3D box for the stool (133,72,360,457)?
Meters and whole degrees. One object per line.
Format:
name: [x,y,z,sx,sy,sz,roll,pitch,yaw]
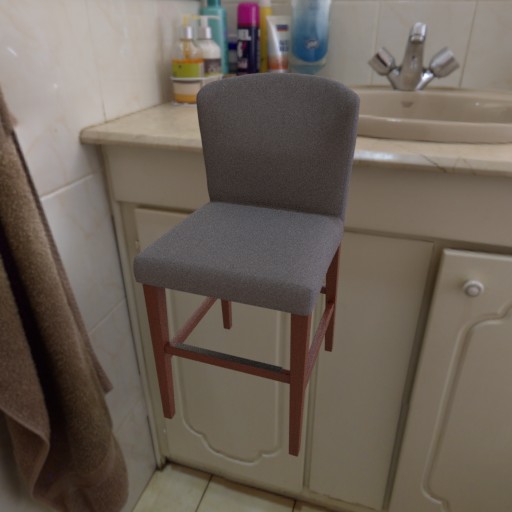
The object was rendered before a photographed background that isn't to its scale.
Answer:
stool: [0.000,0.000,1.320,0.481,0.968,0.568,9,29,17]
